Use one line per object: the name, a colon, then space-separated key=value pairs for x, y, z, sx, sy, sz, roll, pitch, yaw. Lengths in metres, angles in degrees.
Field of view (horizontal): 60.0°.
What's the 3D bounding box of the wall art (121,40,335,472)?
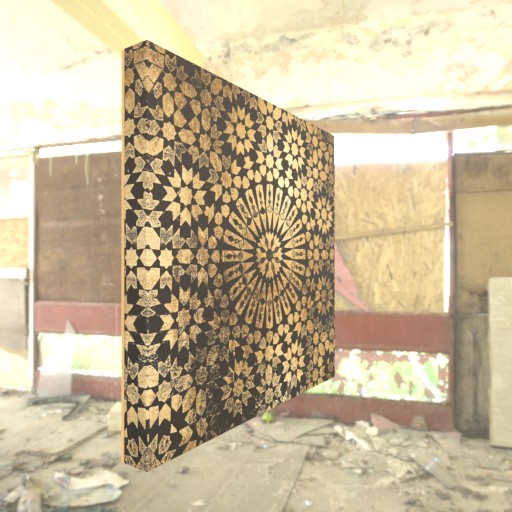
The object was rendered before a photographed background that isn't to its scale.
wall art: x=0.000 y=0.000 z=0.590 sx=0.038 sy=0.405 sz=0.405 roll=0 pitch=0 yaw=35
